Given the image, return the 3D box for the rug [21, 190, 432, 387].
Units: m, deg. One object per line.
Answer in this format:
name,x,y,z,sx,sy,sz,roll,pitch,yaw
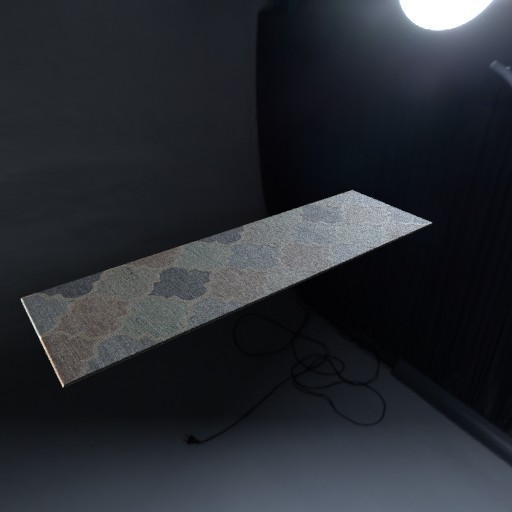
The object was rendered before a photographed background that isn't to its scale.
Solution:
rug,0.000,0.000,2.465,2.287,0.011,0.687,-21,36,-31
